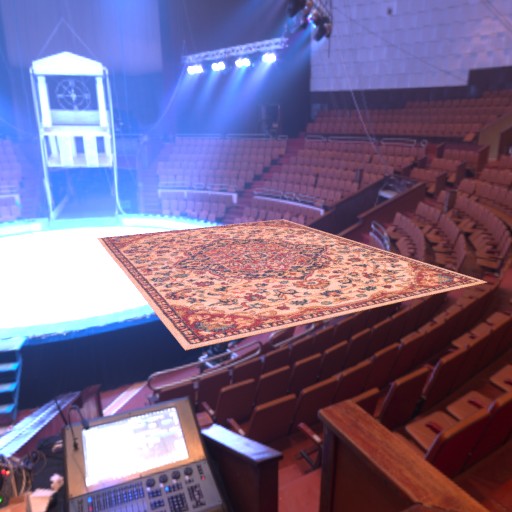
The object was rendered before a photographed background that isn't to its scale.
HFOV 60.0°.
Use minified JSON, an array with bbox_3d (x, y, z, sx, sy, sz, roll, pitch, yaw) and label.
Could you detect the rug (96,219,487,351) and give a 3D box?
[{"bbox_3d":[0.000,0.000,4.202,2.454,0.005,3.067,-8,17,-27],"label":"rug"}]
